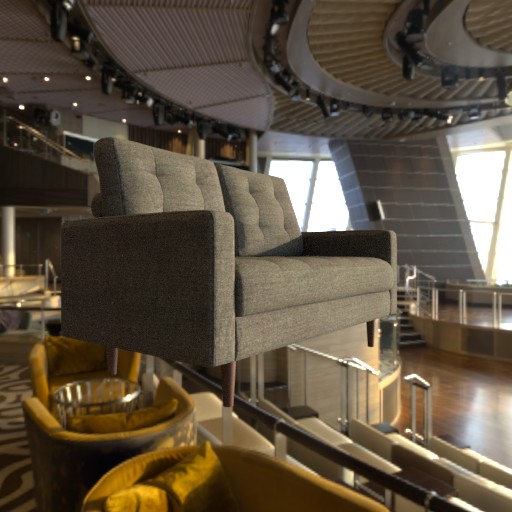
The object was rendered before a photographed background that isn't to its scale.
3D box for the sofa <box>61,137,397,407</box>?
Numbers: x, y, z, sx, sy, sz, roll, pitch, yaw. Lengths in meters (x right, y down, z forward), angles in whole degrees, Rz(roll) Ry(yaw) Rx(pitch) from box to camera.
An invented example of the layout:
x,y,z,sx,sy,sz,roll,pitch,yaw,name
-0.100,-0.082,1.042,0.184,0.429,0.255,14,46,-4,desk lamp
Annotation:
x,y,z,sx,sy,sz,roll,pitch,yaw,name
0.000,0.000,1.975,0.842,0.907,1.407,0,0,37,sofa
